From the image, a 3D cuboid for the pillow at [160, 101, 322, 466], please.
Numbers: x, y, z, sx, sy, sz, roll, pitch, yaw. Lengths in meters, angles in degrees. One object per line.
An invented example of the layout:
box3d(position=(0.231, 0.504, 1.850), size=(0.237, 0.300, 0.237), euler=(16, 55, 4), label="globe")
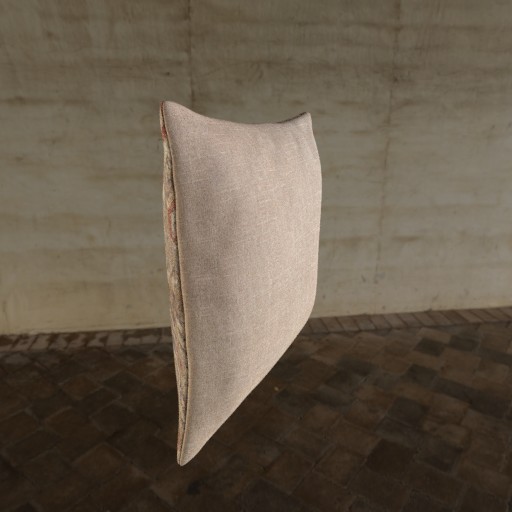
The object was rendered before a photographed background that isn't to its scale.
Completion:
box3d(position=(0.000, 0.000, 0.797), size=(0.166, 0.506, 0.523), euler=(7, 18, 24), label="pillow")
